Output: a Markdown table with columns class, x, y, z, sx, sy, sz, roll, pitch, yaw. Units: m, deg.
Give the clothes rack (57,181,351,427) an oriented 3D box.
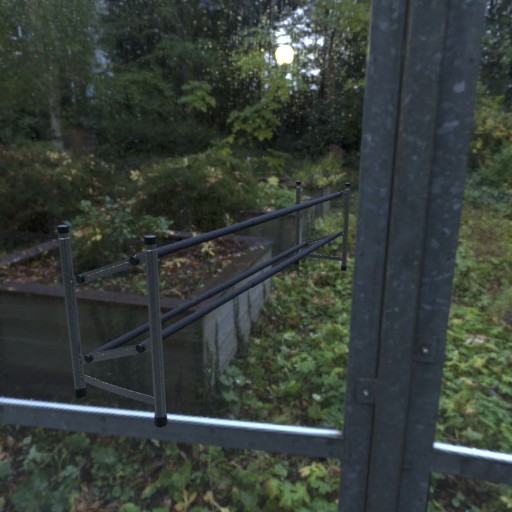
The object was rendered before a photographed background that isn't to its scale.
| class | x | y | z | sx | sy | sz | roll | pitch | yaw |
| --- | --- | --- | --- | --- | --- | --- | --- | --- | --- |
| clothes rack | 0.000 | 0.000 | 1.301 | 0.229 | 0.349 | 1.168 | 7 | 16 | 26 |
